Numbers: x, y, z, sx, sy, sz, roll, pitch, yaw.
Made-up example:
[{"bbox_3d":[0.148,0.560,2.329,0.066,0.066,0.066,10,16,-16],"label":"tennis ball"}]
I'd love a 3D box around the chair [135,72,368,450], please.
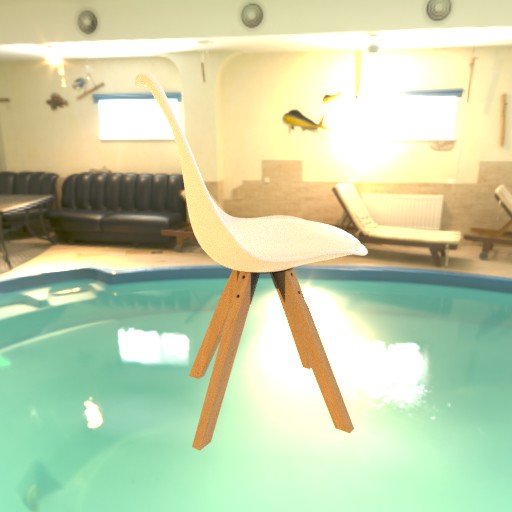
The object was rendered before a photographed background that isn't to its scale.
[{"bbox_3d":[0.000,0.000,1.146,0.550,0.849,0.485,-3,15,-10],"label":"chair"}]
